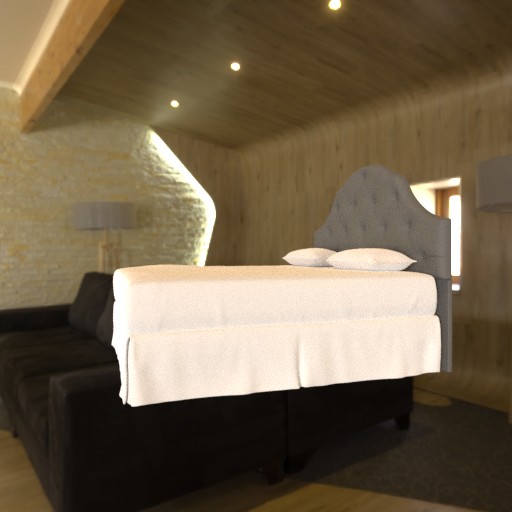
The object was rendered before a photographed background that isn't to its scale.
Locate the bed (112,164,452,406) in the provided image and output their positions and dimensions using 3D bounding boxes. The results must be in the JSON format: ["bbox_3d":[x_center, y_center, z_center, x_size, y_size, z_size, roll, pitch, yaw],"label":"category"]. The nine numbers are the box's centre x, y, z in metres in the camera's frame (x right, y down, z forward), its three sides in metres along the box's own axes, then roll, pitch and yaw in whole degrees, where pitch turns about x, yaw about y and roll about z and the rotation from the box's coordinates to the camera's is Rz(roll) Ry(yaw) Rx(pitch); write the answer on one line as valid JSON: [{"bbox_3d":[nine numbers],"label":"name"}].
[{"bbox_3d":[0.000,0.000,3.637,2.214,1.615,2.008,0,0,-20],"label":"bed"}]
